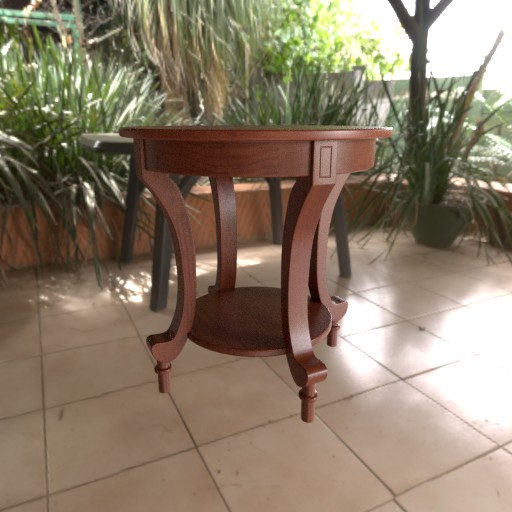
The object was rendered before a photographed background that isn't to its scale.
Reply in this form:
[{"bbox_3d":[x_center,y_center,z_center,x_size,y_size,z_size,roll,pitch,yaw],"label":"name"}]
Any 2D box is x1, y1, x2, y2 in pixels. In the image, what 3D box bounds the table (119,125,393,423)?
[{"bbox_3d":[0.000,0.000,1.094,0.597,0.612,0.597,0,17,0],"label":"table"}]
